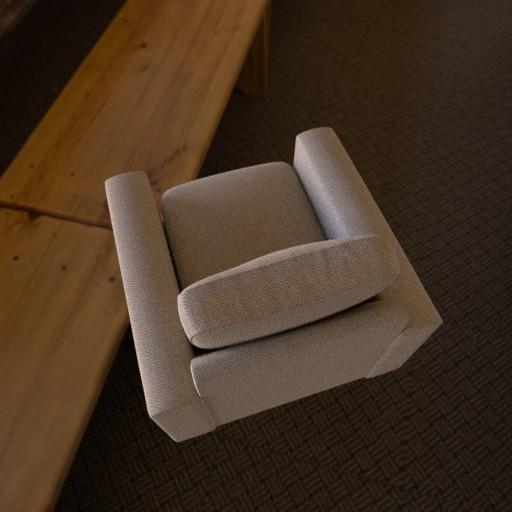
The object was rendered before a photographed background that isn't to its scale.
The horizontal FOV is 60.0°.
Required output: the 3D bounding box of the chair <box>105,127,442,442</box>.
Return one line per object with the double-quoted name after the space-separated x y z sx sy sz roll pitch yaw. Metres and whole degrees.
0.000 0.000 1.752 1.005 0.873 1.016 -15 61 -9 "chair"
